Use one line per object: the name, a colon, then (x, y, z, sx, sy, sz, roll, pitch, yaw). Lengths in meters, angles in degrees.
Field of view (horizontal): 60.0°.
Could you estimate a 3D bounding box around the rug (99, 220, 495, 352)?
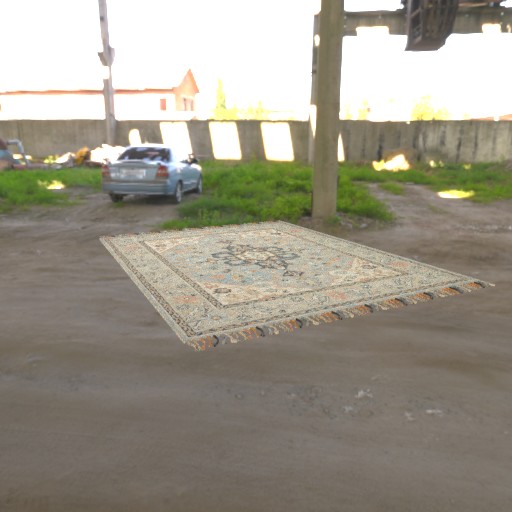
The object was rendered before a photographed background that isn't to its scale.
rug: (0.000, 0.000, 2.229, 1.278, 0.009, 1.730, -7, 16, -26)
